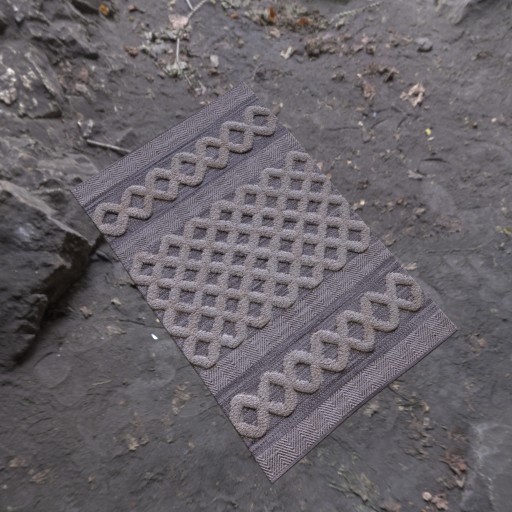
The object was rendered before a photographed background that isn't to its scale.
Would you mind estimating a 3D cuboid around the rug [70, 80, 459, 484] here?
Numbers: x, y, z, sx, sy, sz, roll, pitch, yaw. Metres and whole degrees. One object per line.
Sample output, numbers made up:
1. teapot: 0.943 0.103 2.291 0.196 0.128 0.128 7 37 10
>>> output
1. rug: 0.000 0.000 2.958 1.513 0.033 2.333 -36 77 -9
